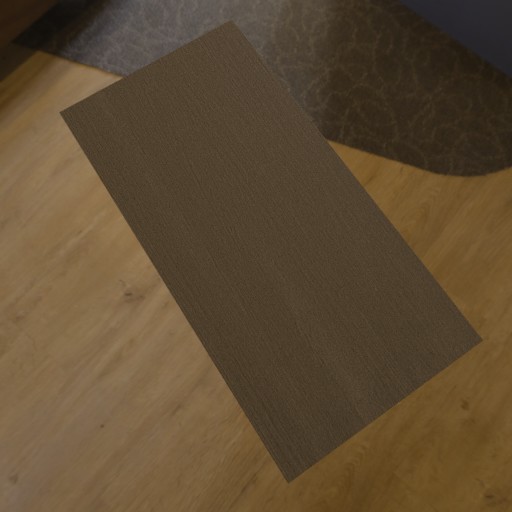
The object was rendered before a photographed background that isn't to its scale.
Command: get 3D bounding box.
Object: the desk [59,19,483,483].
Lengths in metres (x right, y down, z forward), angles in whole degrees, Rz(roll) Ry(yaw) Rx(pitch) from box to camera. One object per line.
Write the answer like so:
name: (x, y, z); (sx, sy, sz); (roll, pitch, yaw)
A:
desk: (0.000, 0.000, 1.475); (0.557, 0.729, 1.099); (-32, 77, -8)
